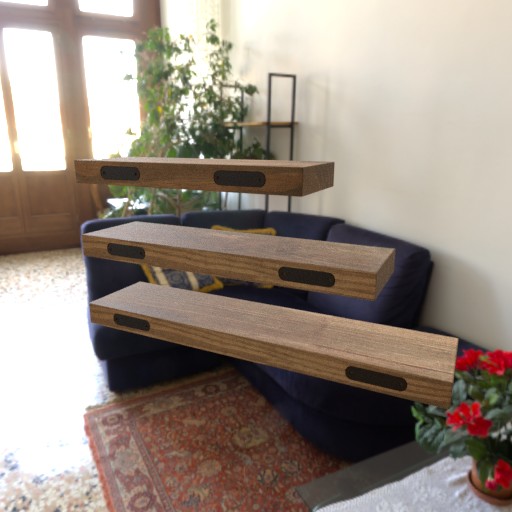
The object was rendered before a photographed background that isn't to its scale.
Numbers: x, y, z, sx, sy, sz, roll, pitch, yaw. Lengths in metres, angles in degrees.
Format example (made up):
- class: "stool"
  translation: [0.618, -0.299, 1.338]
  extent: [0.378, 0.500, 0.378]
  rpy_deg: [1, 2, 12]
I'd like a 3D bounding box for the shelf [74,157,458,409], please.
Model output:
- class: "shelf"
  translation: [0.000, 0.000, 0.707]
  extent: [0.610, 0.293, 0.140]
  rpy_deg: [7, 17, 25]
